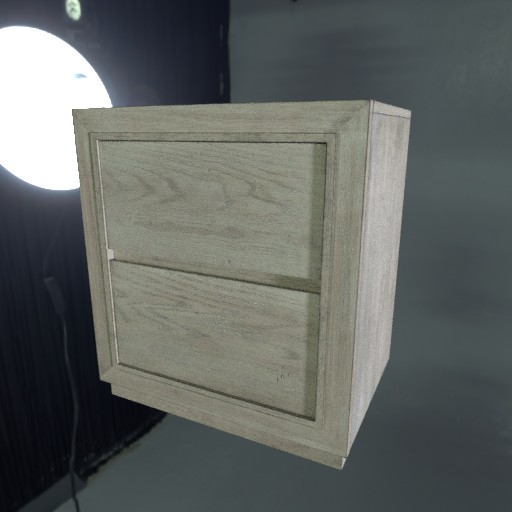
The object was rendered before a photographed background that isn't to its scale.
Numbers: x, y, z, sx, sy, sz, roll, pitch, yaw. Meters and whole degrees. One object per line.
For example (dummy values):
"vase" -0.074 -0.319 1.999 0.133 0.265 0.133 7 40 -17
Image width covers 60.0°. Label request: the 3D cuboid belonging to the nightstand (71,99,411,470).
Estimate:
"nightstand" 0.000 0.000 1.074 0.612 0.673 0.483 8 17 25
